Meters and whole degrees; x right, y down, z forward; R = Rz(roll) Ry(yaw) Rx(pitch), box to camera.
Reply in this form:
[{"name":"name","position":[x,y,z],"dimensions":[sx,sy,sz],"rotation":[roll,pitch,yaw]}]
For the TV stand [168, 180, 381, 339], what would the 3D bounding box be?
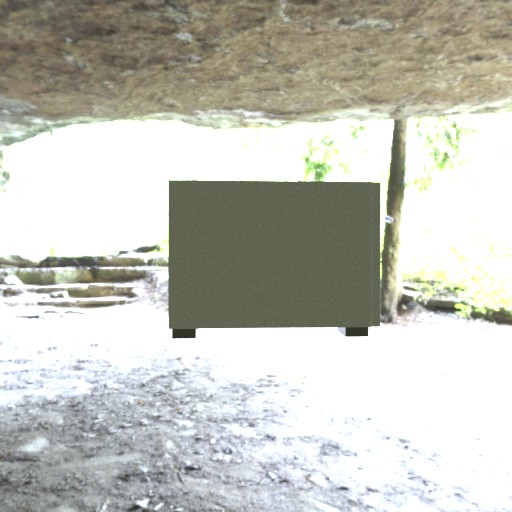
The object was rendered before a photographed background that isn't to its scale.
[{"name":"TV stand","position":[0.000,0.000,1.571],"dimensions":[0.420,0.310,1.400],"rotation":[0,1,-3]}]
